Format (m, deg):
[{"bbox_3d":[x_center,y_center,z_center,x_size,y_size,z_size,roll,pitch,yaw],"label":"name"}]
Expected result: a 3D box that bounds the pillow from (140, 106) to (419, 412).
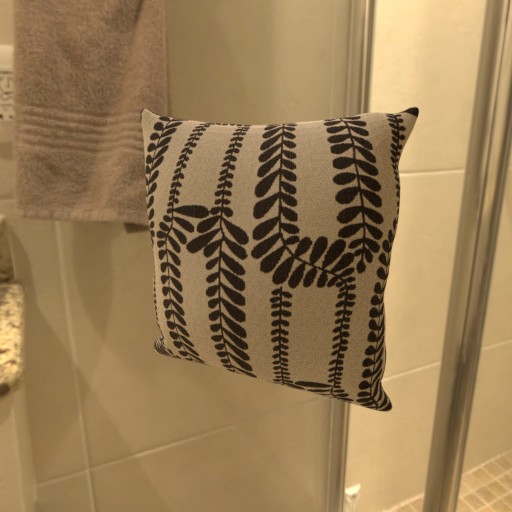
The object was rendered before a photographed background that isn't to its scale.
[{"bbox_3d":[0.000,0.000,0.683,0.440,0.441,0.182,8,17,26],"label":"pillow"}]
